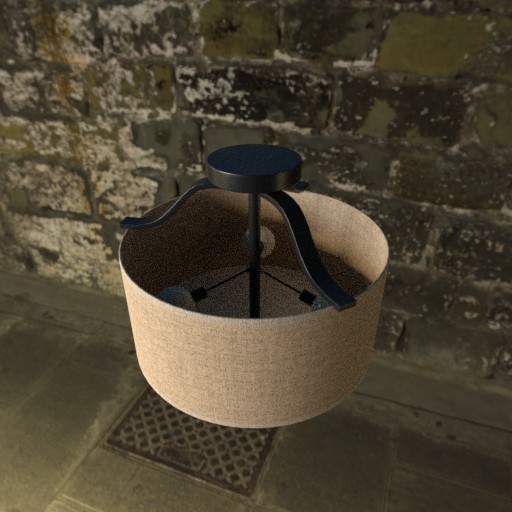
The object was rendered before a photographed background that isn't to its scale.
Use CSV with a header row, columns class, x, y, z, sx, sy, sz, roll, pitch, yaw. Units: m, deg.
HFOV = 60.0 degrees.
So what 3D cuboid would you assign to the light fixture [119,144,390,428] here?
class,x,y,z,sx,sy,sz,roll,pitch,yaw
light fixture,0.000,0.000,0.665,0.390,0.306,0.390,0,31,0
